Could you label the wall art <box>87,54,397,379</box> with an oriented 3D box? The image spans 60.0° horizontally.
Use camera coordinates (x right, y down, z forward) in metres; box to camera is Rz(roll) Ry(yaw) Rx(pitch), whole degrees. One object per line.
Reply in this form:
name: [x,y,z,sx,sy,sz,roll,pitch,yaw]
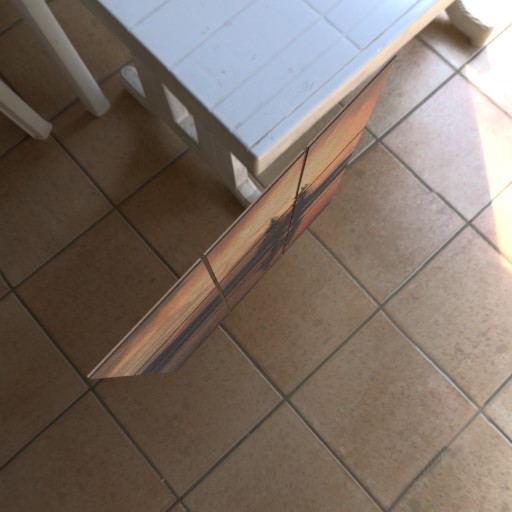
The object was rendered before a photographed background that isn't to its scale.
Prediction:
wall art: [0.000,0.000,2.214,0.013,1.525,1.520,41,80,9]
